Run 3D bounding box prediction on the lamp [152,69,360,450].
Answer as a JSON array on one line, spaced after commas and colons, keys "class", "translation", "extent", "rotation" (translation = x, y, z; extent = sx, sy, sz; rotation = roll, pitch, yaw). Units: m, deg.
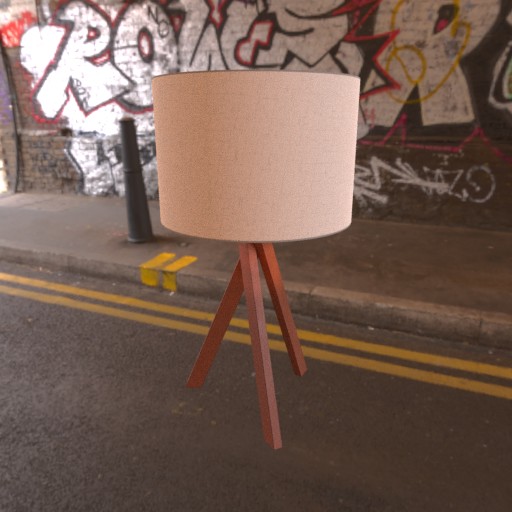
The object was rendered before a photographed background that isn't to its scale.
[{"class": "lamp", "translation": [0.000, 0.000, 0.928], "extent": [0.380, 0.686, 0.380], "rotation": [-9, 19, -27]}]
